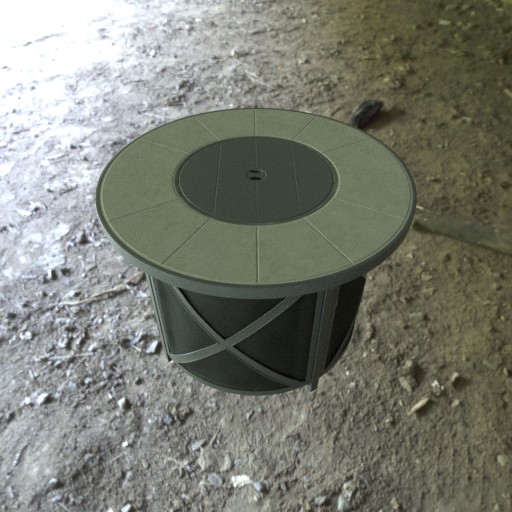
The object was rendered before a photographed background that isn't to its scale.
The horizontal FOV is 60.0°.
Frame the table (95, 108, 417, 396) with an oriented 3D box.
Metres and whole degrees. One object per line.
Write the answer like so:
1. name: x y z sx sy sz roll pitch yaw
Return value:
1. table: 0.000 0.000 1.523 0.914 0.650 0.914 0 43 0
